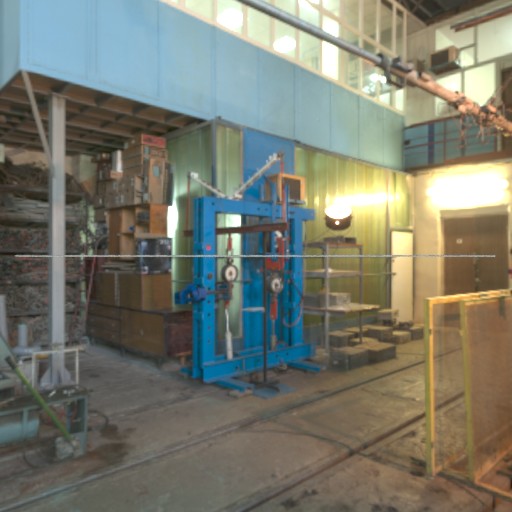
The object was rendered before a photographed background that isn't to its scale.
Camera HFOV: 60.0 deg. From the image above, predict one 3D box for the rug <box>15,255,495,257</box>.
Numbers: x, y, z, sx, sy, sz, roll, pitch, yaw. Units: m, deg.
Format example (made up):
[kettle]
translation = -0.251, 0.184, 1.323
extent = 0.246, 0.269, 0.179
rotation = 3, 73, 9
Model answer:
[rug]
translation = 0.000, 0.000, 4.152
extent = 3.205, 0.015, 2.437
rotation = 0, 0, 1
